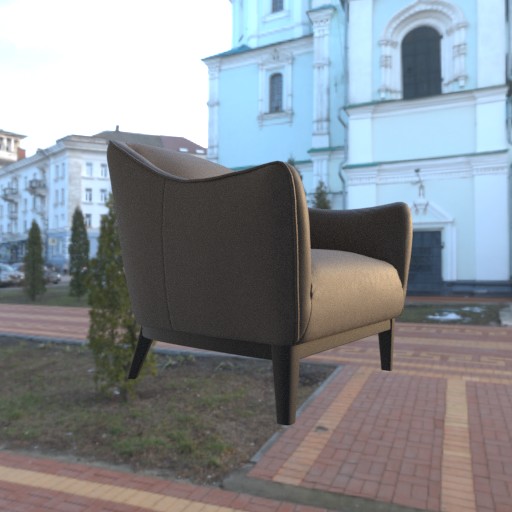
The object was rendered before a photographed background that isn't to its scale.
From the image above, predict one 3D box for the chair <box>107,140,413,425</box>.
[{"bbox_3d":[0.000,0.000,1.562,0.852,0.830,0.871,-1,-1,37],"label":"chair"}]
